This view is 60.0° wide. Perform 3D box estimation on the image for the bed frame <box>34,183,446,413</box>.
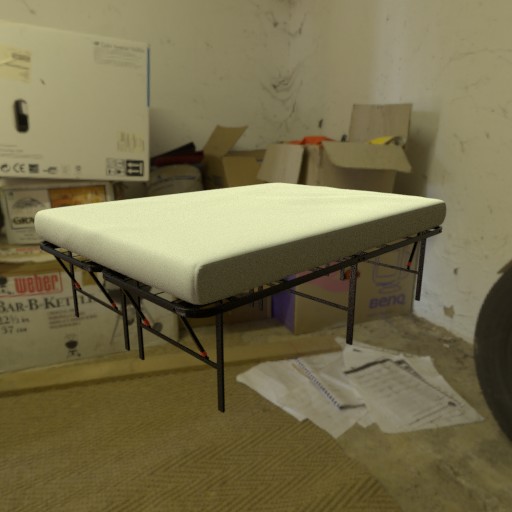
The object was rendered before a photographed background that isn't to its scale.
[{"bbox_3d":[0.000,0.000,2.526,1.372,0.637,1.905,15,22,43],"label":"bed frame"}]
